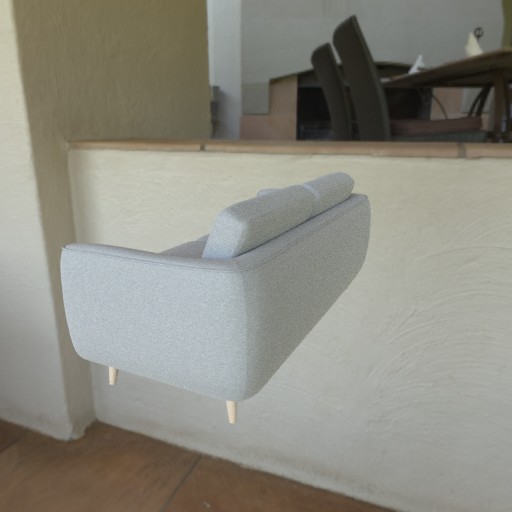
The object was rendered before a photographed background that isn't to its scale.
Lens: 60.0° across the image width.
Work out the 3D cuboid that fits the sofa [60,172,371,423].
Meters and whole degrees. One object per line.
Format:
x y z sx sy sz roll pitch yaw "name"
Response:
0.000 0.000 2.493 0.920 0.850 2.000 8 18 25 "sofa"
